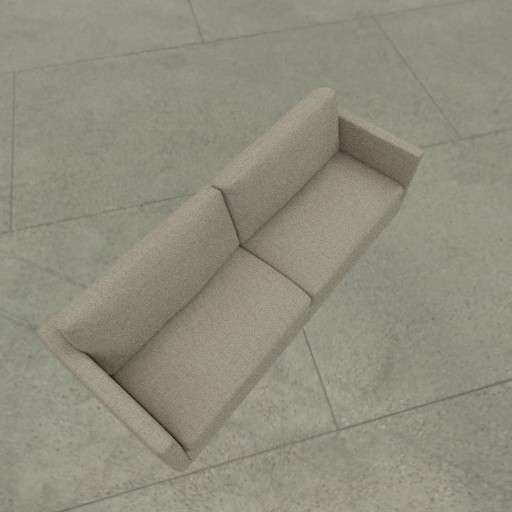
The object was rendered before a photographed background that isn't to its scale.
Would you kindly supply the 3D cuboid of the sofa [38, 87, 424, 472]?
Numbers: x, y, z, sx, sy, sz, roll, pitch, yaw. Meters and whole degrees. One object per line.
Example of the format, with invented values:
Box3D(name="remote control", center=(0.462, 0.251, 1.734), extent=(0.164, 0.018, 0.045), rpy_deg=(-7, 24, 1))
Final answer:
Box3D(name="sofa", center=(0.000, 0.000, 2.809), extent=(0.951, 0.965, 2.434), rpy_deg=(35, 65, 20))
